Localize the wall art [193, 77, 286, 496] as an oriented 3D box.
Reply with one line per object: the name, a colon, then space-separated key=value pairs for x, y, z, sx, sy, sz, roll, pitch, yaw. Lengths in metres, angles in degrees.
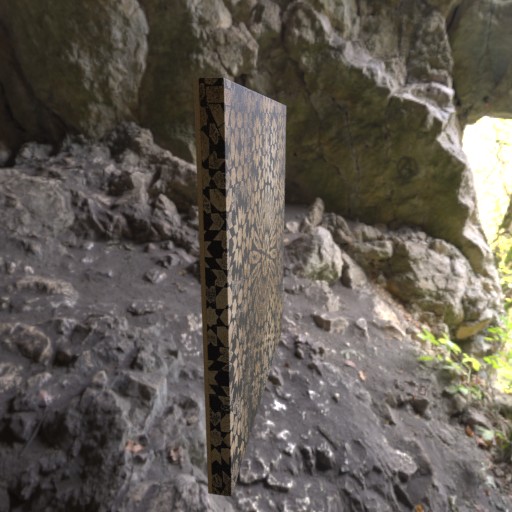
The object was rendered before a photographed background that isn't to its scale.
wall art: x=0.000 y=0.000 z=0.901 sx=0.038 sy=0.612 sz=0.612 roll=3 pitch=16 yaw=10
